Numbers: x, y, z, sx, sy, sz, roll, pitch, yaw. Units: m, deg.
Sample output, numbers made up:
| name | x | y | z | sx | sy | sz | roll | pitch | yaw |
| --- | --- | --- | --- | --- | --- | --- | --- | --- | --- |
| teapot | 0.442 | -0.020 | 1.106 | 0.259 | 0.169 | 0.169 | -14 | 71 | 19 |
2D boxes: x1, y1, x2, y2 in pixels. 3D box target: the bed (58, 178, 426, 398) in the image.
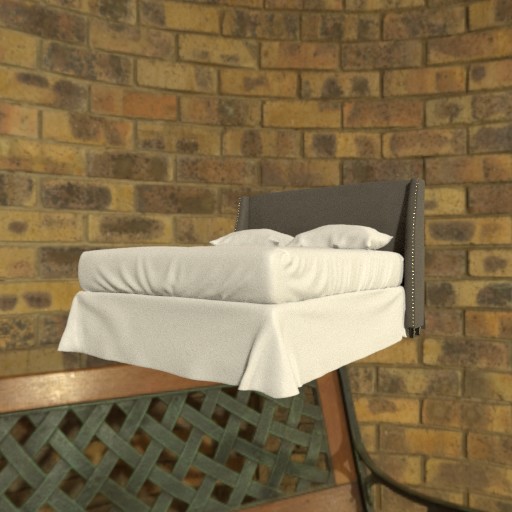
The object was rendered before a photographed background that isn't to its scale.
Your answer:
| name | x | y | z | sx | sy | sz | roll | pitch | yaw |
| --- | --- | --- | --- | --- | --- | --- | --- | --- | --- |
| bed | 0.000 | 0.000 | 3.403 | 1.925 | 1.332 | 2.276 | 0 | -1 | 36 |
